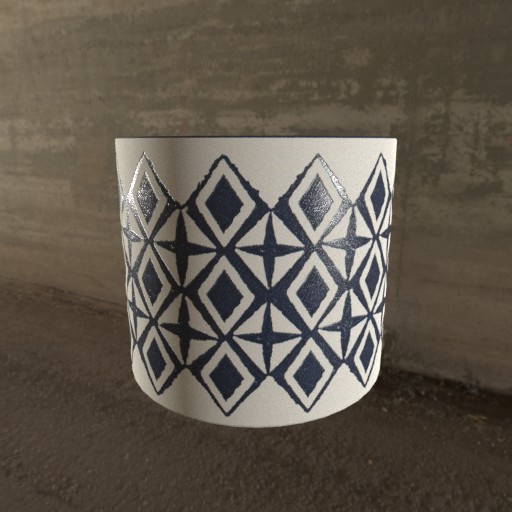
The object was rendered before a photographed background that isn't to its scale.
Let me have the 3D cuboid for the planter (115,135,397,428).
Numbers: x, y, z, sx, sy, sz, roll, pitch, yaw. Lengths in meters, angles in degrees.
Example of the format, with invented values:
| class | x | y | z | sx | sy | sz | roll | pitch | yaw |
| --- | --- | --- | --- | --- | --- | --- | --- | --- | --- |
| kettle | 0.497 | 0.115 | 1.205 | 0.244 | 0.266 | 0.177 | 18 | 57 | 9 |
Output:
| class | x | y | z | sx | sy | sz | roll | pitch | yaw |
| --- | --- | --- | --- | --- | --- | --- | --- | --- | --- |
| planter | 0.000 | 0.000 | 0.278 | 0.159 | 0.144 | 0.159 | 0 | 14 | 0 |
